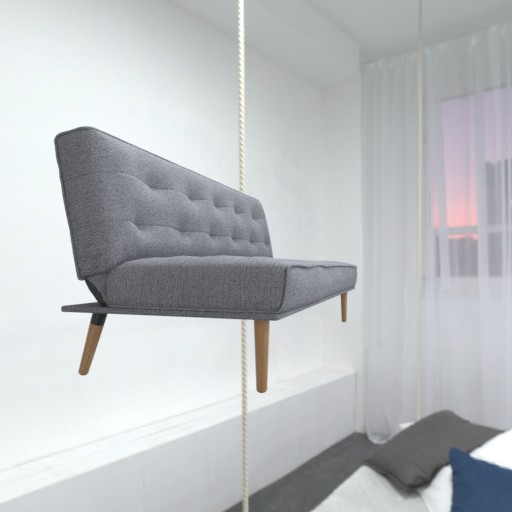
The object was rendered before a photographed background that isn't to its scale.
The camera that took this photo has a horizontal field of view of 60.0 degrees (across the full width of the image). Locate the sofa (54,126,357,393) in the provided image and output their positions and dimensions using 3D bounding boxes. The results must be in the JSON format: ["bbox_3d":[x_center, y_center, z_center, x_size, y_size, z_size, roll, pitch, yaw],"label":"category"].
[{"bbox_3d":[0.000,0.000,2.195,0.810,0.830,1.820,0,-1,19],"label":"sofa"}]
